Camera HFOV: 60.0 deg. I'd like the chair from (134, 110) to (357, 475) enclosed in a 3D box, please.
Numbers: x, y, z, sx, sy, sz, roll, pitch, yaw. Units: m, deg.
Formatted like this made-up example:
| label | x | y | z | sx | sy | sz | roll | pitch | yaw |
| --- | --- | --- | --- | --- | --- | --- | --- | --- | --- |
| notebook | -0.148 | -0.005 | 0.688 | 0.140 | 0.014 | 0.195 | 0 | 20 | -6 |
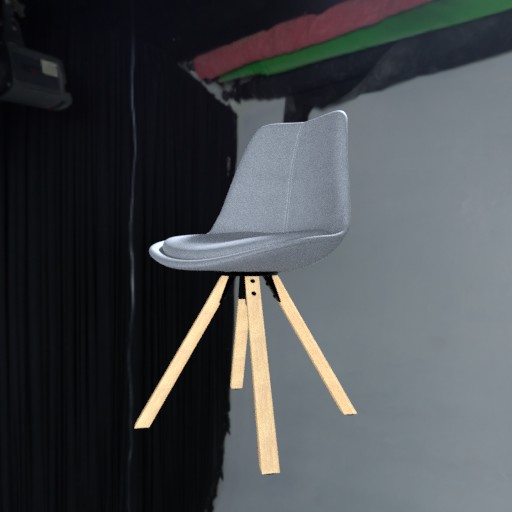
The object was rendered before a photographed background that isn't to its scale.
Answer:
| label | x | y | z | sx | sy | sz | roll | pitch | yaw |
| --- | --- | --- | --- | --- | --- | --- | --- | --- | --- |
| chair | 0.000 | 0.000 | 1.193 | 0.474 | 0.863 | 0.549 | 0 | 1 | 36 |
